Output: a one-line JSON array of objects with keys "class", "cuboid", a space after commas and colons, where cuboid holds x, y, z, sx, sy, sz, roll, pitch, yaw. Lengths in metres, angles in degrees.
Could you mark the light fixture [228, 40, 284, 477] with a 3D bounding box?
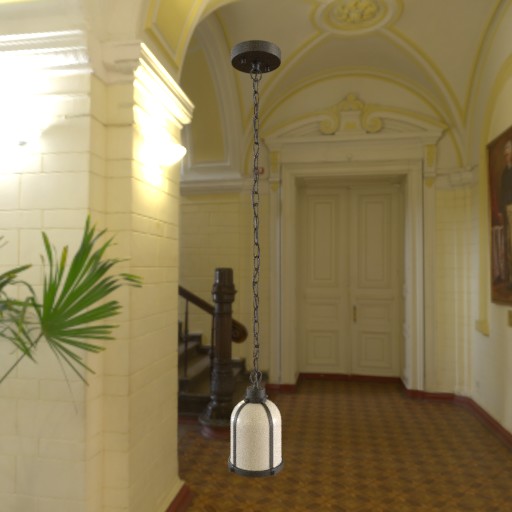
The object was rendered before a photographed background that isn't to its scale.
[{"class": "light fixture", "cuboid": [0.000, 0.000, 1.271, 0.178, 1.181, 0.178, 1, -2, -36]}]
